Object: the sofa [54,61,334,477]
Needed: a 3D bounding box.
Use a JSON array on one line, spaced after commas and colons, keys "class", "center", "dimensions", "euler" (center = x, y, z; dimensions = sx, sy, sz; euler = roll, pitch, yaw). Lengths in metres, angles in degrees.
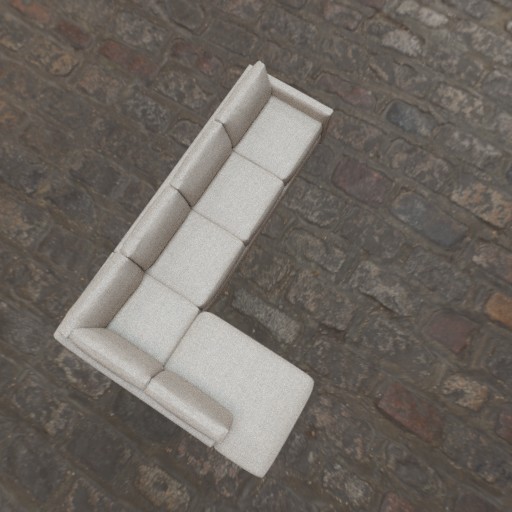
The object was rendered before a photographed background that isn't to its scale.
[{"class": "sofa", "center": [0.000, 0.000, 3.123], "dimensions": [1.617, 0.703, 2.423], "euler": [31, 78, 7]}]
